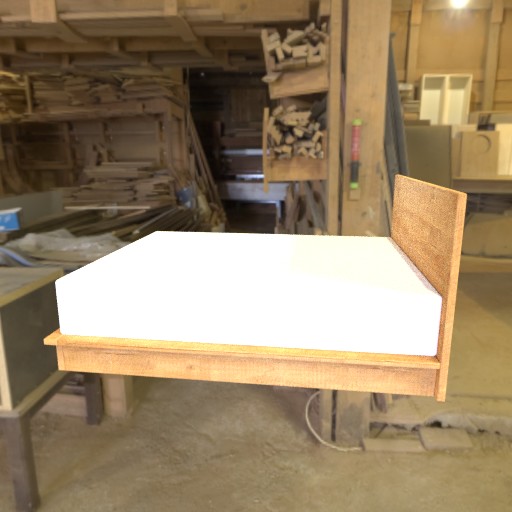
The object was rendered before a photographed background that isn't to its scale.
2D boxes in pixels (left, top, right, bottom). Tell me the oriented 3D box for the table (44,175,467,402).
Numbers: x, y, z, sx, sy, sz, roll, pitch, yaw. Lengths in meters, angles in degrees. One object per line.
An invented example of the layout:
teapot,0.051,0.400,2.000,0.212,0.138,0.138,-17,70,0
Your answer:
table,0.000,0.000,3.071,2.149,1.041,1.707,2,13,8
